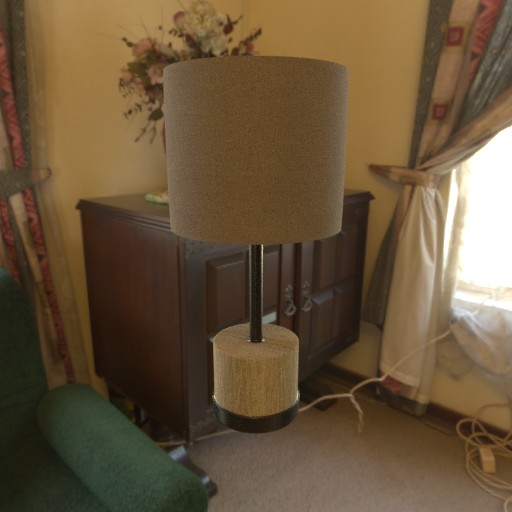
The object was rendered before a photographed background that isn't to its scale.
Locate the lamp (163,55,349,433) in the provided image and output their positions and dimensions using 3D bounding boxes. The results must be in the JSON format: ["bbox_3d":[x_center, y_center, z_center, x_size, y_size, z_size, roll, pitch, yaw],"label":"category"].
[{"bbox_3d":[0.000,0.000,0.610,0.229,0.470,0.229,7,16,26],"label":"lamp"}]
